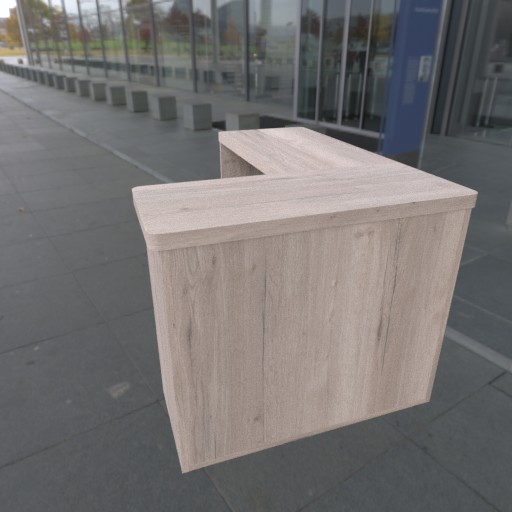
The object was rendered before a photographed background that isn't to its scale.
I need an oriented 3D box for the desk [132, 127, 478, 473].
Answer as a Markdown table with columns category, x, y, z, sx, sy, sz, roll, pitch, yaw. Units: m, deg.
| category | x | y | z | sx | sy | sz | roll | pitch | yaw |
| --- | --- | --- | --- | --- | --- | --- | --- | --- | --- |
| desk | 0.000 | 0.000 | 1.735 | 0.900 | 0.760 | 1.169 | -9 | 27 | -17 |
